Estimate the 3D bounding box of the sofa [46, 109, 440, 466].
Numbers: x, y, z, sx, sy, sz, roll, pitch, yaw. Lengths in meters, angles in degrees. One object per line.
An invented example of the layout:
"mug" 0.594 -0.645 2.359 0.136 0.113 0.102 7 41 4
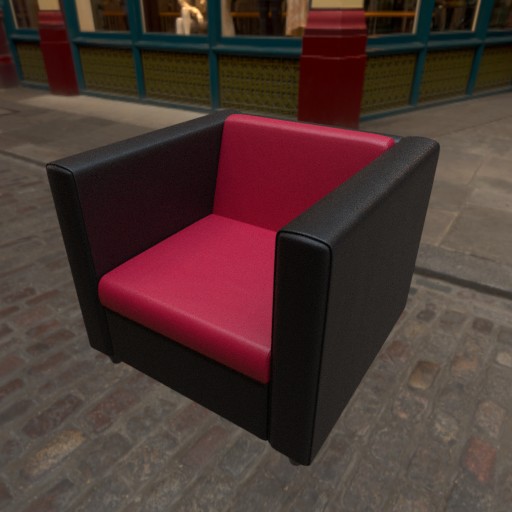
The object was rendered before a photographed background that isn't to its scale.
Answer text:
"sofa" 0.000 0.000 1.430 0.839 0.724 0.809 18 35 28
